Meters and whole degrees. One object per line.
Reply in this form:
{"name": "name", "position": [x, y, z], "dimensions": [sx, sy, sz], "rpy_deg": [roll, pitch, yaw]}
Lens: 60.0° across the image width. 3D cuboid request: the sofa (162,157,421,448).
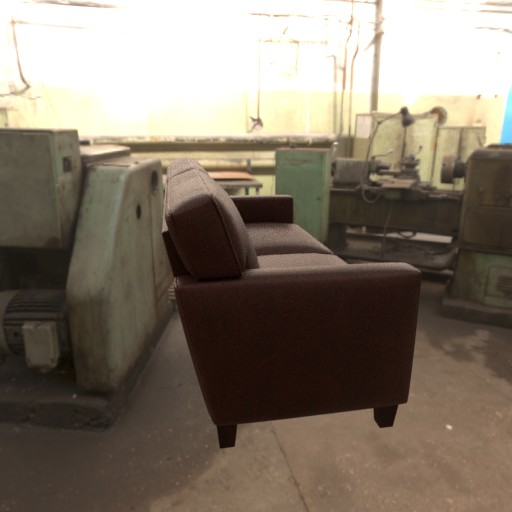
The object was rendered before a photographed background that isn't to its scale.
{"name": "sofa", "position": [0.000, 0.000, 2.341], "dimensions": [0.912, 0.928, 1.876], "rpy_deg": [-3, 17, -10]}
